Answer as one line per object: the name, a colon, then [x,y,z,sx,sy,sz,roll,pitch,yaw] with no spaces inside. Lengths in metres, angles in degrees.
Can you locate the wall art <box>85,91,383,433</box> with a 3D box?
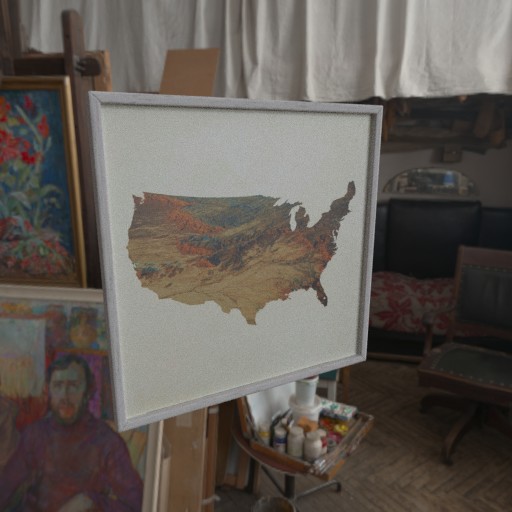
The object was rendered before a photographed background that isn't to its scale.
wall art: [0.000,0.000,1.936,1.287,1.288,0.078,-8,16,-27]
